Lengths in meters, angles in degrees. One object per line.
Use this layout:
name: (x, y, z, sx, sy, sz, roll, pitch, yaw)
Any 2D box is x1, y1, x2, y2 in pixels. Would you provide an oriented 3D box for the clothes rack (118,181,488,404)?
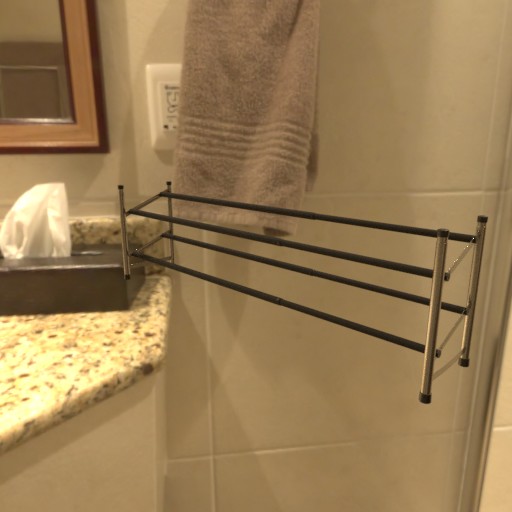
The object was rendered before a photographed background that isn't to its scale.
clothes rack: (0.000, 0.000, 1.298, 1.168, 0.349, 0.229, 14, 20, 43)
